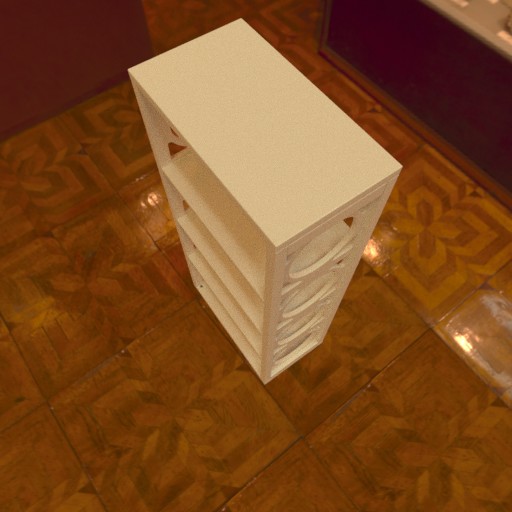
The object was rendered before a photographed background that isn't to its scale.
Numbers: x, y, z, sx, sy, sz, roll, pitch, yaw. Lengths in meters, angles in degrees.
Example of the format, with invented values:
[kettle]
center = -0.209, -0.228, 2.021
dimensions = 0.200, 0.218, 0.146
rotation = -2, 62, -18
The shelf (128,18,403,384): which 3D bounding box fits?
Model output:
[shelf]
center = 0.000, 0.000, 1.643
dimensions = 0.340, 1.411, 0.611
rotation = -32, 67, -16
